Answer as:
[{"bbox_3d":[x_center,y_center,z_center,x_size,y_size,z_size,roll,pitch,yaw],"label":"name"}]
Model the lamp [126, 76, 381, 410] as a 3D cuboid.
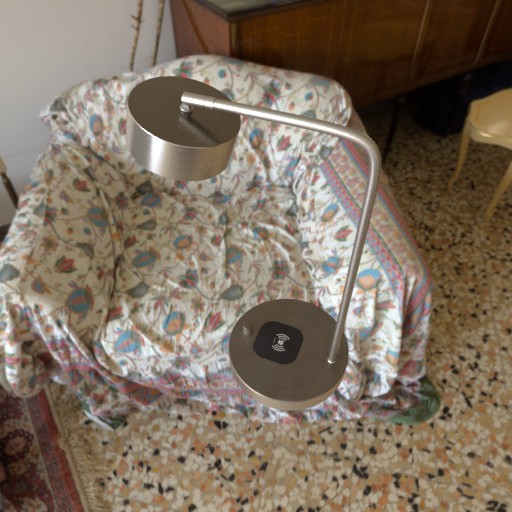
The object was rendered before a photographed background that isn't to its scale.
[{"bbox_3d":[0.000,0.000,0.651,0.334,0.469,0.211,16,48,15],"label":"lamp"}]
